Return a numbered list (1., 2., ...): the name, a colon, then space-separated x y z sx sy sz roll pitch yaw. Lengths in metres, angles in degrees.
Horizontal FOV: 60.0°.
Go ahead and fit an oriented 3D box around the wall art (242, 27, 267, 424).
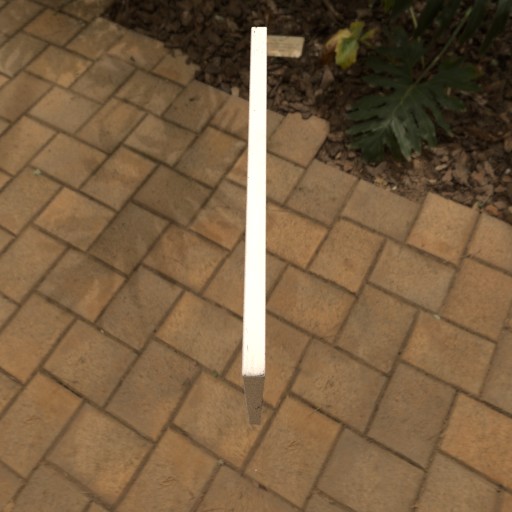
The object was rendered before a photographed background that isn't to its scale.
1. wall art: 0.000 0.000 1.157 0.038 0.762 0.762 1 64 0
